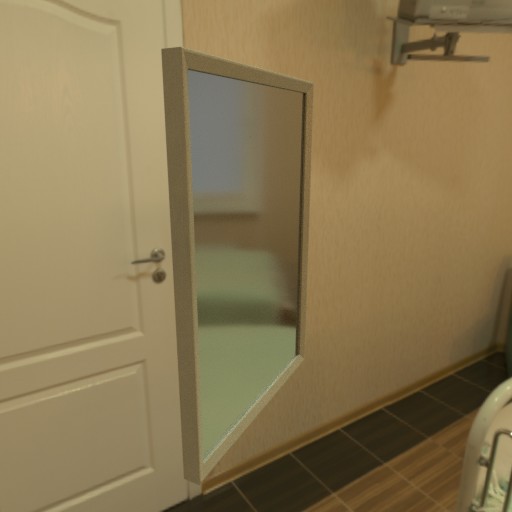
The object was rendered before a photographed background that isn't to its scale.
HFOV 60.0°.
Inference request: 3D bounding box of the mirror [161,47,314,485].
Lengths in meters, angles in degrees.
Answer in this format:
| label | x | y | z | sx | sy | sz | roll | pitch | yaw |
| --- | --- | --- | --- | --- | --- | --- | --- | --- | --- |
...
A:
| label | x | y | z | sx | sy | sz | roll | pitch | yaw |
| --- | --- | --- | --- | --- | --- | --- | --- | --- | --- |
| mirror | 0.000 | 0.000 | 0.912 | 0.039 | 0.710 | 0.507 | 8 | 17 | 26 |
